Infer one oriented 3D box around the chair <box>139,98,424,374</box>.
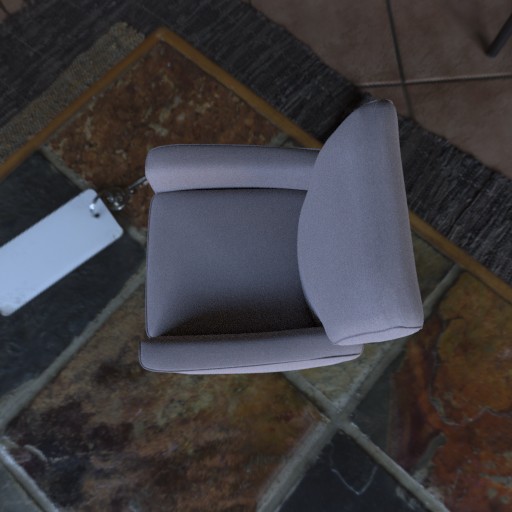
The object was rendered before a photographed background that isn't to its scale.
[{"bbox_3d":[0.000,0.000,1.665,0.859,1.023,0.845,-2,74,-1],"label":"chair"}]
